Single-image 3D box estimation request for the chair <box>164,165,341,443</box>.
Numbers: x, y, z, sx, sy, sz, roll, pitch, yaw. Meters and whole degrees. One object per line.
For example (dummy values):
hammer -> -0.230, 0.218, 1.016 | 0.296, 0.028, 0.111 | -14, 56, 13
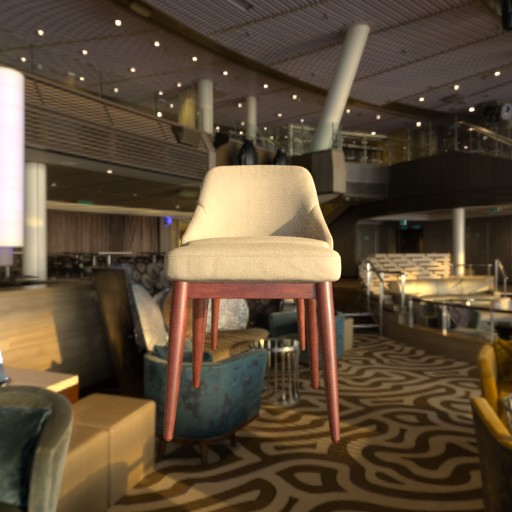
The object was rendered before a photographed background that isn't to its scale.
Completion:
chair -> 0.000, 0.000, 1.583 | 0.584, 0.866, 1.114 | 0, 0, 1
